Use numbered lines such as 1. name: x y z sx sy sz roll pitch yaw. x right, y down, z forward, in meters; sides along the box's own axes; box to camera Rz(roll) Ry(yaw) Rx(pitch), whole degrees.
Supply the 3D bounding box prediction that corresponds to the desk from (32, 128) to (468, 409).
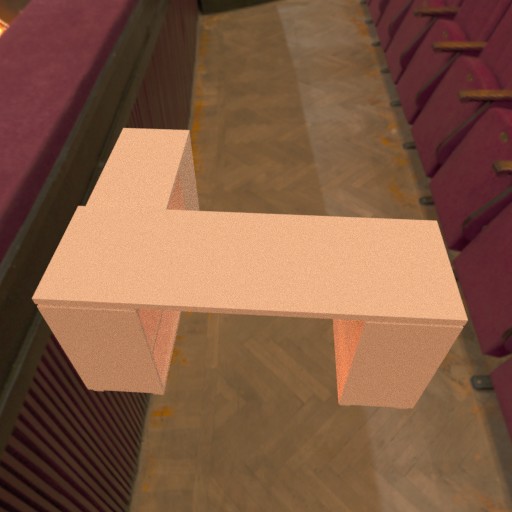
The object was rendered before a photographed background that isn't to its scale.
1. desk: 0.000 0.000 2.229 1.524 0.759 1.199 3 48 2
